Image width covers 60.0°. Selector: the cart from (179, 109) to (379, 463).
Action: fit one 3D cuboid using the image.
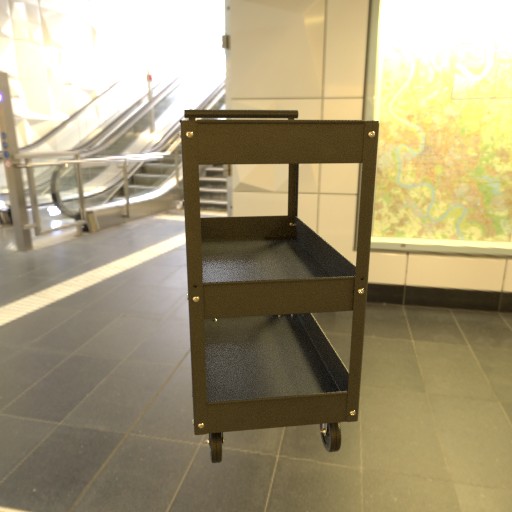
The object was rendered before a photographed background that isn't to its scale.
[{"bbox_3d":[0.000,0.000,1.195,0.366,0.780,0.719,-2,16,-7],"label":"cart"}]
